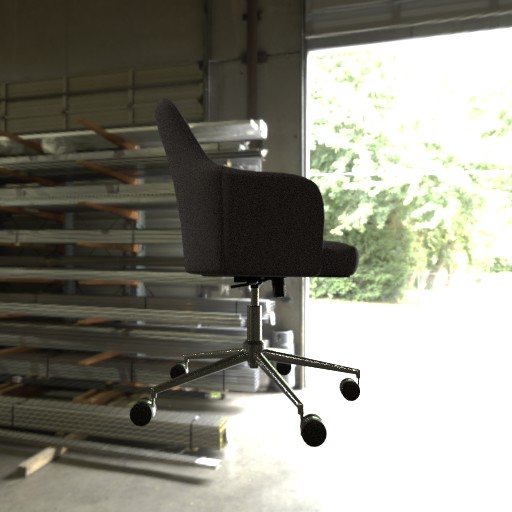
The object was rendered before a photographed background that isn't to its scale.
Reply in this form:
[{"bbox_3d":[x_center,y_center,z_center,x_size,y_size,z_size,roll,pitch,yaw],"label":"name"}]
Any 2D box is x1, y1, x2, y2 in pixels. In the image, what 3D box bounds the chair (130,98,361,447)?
[{"bbox_3d":[0.000,0.000,1.269,0.600,0.820,0.655,0,-1,0],"label":"chair"}]
